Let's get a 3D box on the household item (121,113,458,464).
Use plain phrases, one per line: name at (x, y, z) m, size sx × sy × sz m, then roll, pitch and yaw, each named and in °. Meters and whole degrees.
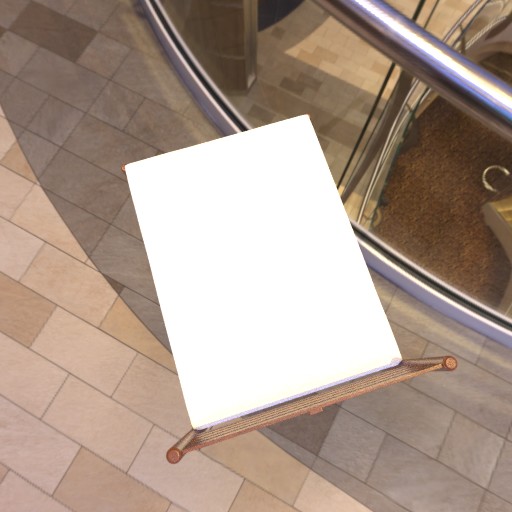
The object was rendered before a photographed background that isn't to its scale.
household item at (0.000, 0.000, 3.296) m, size 1.663 × 1.356 × 2.232 m, roll -17°, pitch 76°, yaw -4°
